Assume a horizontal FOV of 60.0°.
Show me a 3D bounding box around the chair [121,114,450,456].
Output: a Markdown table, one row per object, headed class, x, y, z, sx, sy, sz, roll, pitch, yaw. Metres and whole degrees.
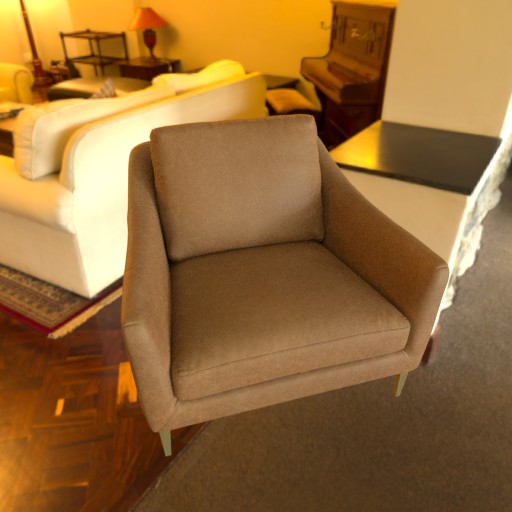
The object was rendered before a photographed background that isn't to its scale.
| class | x | y | z | sx | sy | sz | roll | pitch | yaw |
| --- | --- | --- | --- | --- | --- | --- | --- | --- | --- |
| chair | 0.000 | 0.000 | 1.685 | 0.988 | 0.895 | 0.963 | -9 | 33 | -14 |
